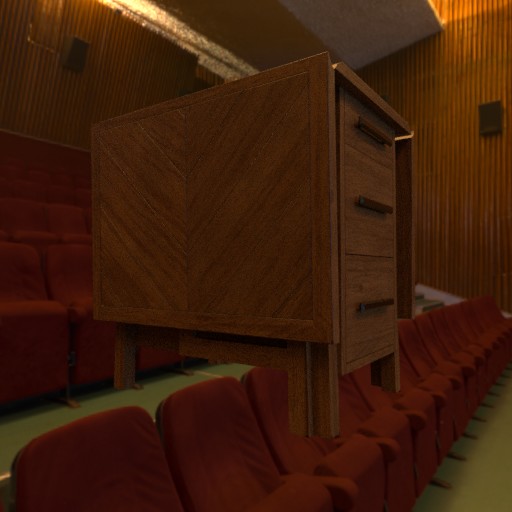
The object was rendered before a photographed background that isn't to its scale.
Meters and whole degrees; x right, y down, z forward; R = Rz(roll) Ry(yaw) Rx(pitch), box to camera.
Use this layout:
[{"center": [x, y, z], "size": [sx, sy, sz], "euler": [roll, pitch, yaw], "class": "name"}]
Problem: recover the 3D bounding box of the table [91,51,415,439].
[{"center": [0.000, 0.000, 1.286], "size": [0.746, 0.763, 0.591], "euler": [-1, -2, 35], "class": "table"}]
